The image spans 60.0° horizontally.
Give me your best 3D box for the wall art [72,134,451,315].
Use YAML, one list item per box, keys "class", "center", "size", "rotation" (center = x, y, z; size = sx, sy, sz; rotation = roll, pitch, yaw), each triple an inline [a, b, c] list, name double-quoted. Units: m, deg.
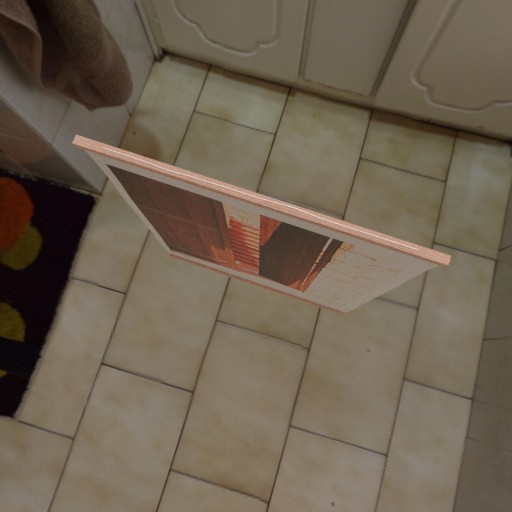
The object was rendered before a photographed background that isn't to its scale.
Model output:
- class: "wall art"
  center: [0.000, 0.000, 1.334]
  size: [0.758, 1.013, 0.020]
  rotation: [18, 78, 4]
